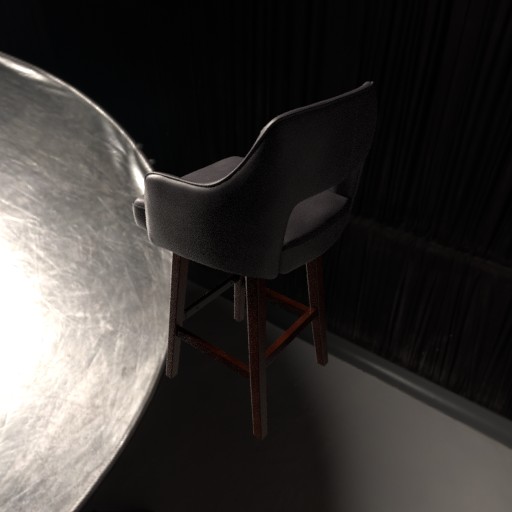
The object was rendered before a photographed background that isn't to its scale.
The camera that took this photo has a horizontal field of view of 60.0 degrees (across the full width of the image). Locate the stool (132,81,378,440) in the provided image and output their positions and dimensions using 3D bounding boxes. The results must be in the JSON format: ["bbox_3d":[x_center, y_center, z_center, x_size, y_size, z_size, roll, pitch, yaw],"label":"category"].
[{"bbox_3d":[0.000,0.000,1.365,0.560,1.041,0.550,23,39,31],"label":"stool"}]
